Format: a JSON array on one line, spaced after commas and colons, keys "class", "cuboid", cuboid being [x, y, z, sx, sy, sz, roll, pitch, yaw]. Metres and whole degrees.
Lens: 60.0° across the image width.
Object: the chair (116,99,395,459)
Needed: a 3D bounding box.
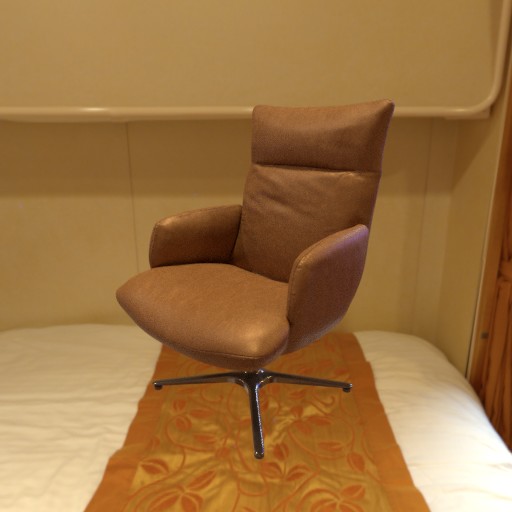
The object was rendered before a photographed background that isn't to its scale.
[{"class": "chair", "cuboid": [0.000, 0.000, 1.527, 0.711, 1.027, 0.794, 15, 22, 42]}]
